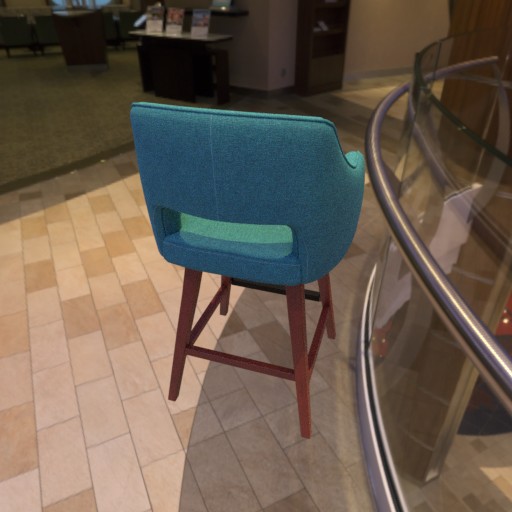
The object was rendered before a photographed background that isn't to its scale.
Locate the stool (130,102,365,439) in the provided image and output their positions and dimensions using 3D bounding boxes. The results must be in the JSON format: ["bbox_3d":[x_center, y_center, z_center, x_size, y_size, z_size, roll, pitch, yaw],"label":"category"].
[{"bbox_3d":[0.000,0.000,1.298,0.548,0.961,0.556,10,34,15],"label":"stool"}]
